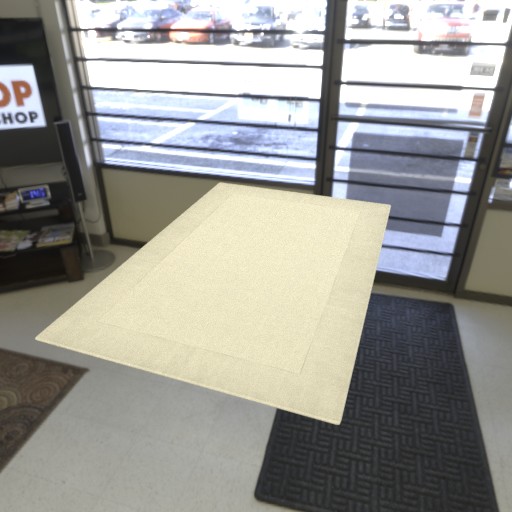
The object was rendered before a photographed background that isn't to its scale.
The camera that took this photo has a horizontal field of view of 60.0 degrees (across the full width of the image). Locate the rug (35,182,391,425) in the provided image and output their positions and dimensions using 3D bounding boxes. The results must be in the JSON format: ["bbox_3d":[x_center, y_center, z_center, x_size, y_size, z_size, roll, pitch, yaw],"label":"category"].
[{"bbox_3d":[0.000,0.000,2.326,1.219,0.013,1.829,10,32,17],"label":"rug"}]
